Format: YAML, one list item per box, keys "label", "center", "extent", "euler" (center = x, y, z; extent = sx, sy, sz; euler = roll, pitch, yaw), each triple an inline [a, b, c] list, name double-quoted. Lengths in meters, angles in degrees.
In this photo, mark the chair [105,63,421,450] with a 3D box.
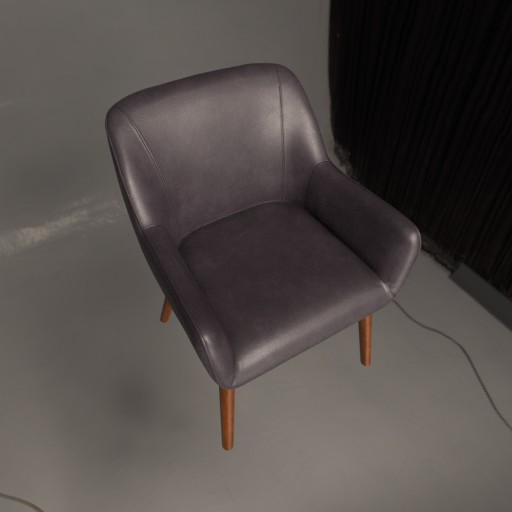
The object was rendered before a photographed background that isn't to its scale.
- label: "chair"
  center: [0.000, 0.000, 1.255]
  extent: [0.610, 0.828, 0.610]
  euler: [-24, 50, -21]
